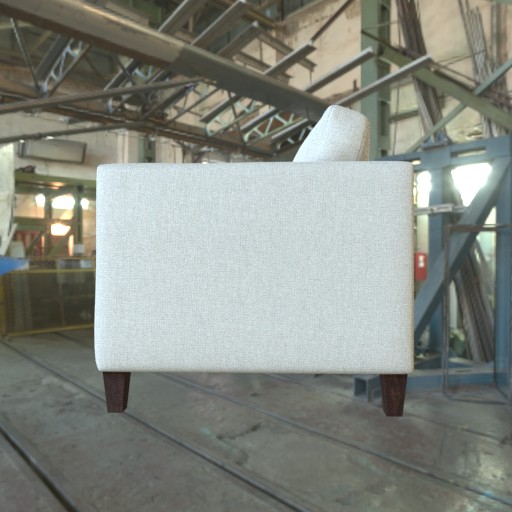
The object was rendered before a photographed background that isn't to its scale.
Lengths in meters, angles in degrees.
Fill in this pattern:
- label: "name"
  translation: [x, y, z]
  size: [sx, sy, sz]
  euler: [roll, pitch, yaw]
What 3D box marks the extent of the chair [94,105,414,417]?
- label: "chair"
  translation: [0.000, 0.000, 1.741]
  size: [0.959, 0.919, 0.996]
  euler: [0, 0, 2]
